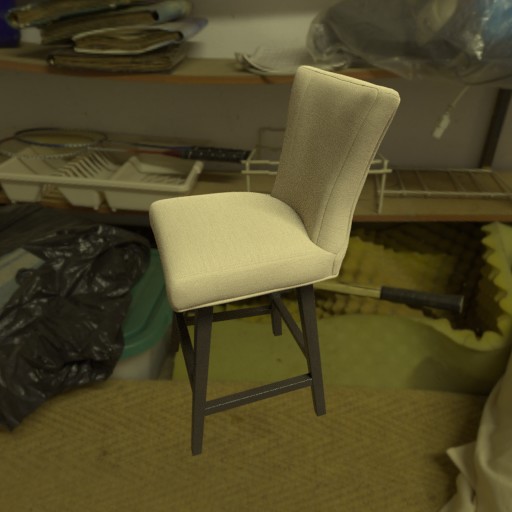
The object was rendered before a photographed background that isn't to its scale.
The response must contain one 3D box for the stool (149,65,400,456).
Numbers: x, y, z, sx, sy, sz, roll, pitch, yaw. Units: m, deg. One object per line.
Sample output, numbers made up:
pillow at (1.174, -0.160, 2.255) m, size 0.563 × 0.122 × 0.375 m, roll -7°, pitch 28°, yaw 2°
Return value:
stool at (0.000, 0.000, 1.333) m, size 0.574 × 1.000 × 0.514 m, roll -9°, pitch 30°, yaw -15°
